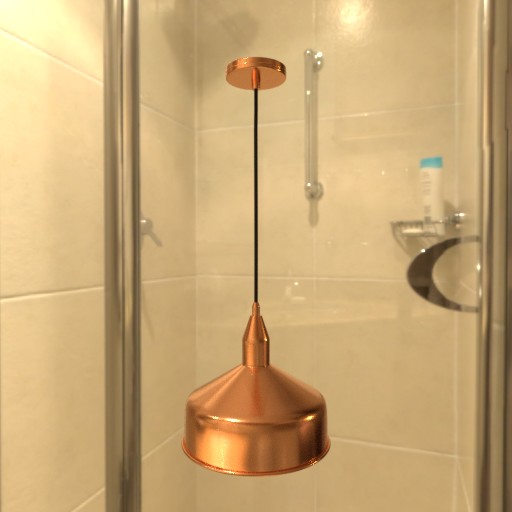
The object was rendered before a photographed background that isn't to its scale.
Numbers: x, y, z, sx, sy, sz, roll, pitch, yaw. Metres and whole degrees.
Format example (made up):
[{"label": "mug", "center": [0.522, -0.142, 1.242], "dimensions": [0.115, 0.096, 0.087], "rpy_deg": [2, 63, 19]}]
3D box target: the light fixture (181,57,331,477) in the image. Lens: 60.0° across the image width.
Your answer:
[{"label": "light fixture", "center": [0.000, 0.000, 0.902], "dimensions": [0.301, 0.754, 0.301], "rpy_deg": [0, 1, -17]}]
